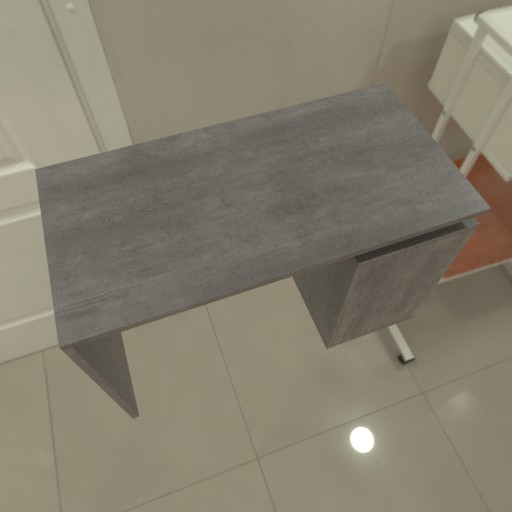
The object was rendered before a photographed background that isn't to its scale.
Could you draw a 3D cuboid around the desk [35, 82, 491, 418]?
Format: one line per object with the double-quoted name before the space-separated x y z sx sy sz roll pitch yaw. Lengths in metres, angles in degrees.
"desk" 0.000 0.000 1.608 1.200 0.740 0.600 -17 59 -11
